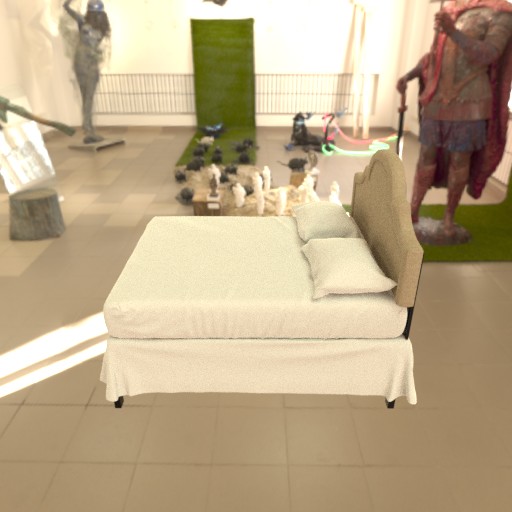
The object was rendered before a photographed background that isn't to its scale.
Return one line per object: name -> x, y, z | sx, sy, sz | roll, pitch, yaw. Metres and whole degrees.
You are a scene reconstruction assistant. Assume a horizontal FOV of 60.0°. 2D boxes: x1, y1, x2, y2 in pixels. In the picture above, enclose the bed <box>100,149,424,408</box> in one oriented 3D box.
bed -> 0.000, 0.000, 3.459 | 2.222, 1.634, 1.780 | 0, 27, 0
